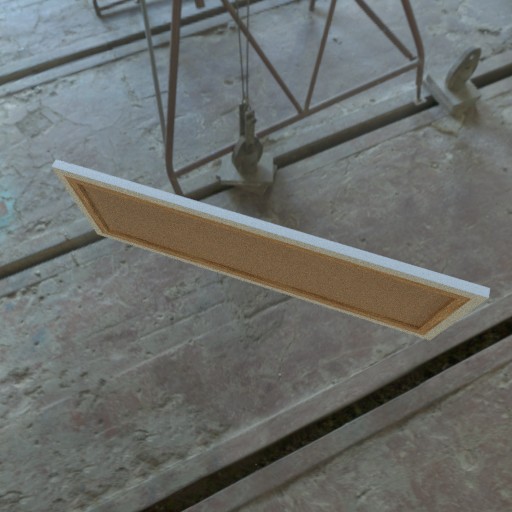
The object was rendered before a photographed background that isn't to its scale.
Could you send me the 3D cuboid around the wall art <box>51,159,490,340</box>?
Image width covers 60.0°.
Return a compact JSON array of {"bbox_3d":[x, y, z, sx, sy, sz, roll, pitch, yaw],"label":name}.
[{"bbox_3d":[0.000,0.000,1.700,1.520,0.507,0.039,17,66,8],"label":"wall art"}]
